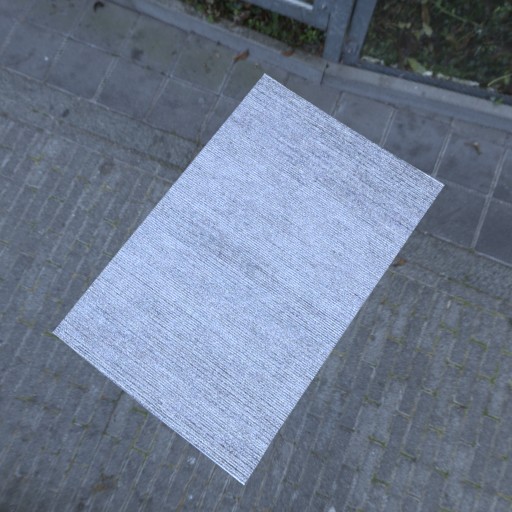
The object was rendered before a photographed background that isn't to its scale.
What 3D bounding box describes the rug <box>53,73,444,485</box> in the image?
[{"bbox_3d":[0.000,0.000,2.240,1.159,0.021,1.789,35,79,8],"label":"rug"}]
